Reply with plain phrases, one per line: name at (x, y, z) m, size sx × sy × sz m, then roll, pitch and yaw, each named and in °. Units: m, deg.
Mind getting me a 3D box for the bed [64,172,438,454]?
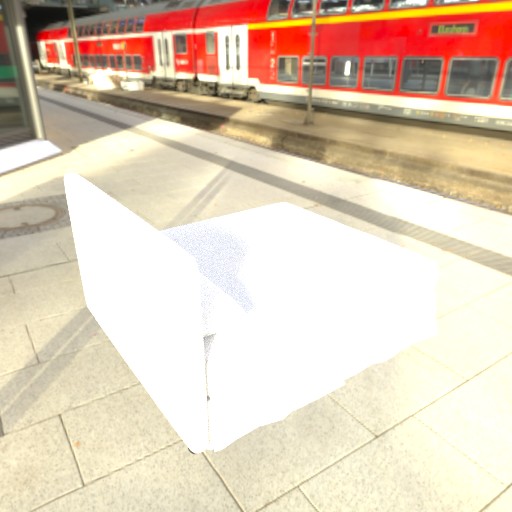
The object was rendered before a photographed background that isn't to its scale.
bed at (0.000, 0.000, 3.641) m, size 2.341 × 1.317 × 2.119 m, roll -17°, pitch 30°, yaw -32°
